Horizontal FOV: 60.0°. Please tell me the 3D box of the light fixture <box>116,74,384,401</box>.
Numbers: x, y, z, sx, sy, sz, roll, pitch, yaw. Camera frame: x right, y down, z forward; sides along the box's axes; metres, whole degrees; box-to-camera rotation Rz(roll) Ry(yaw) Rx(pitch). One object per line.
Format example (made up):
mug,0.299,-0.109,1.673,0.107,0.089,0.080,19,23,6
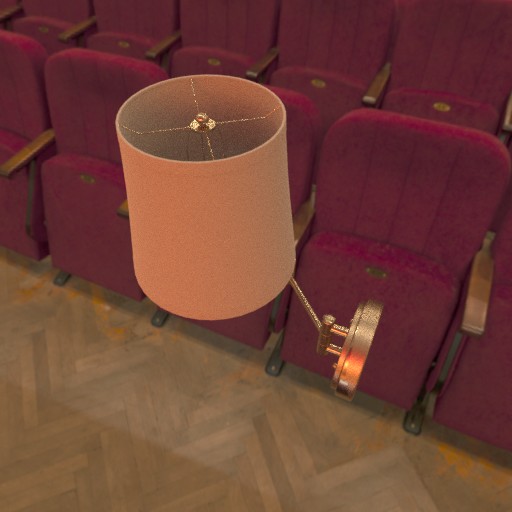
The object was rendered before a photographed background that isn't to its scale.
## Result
light fixture,0.000,0.000,0.583,0.348,0.381,0.223,19,50,17
